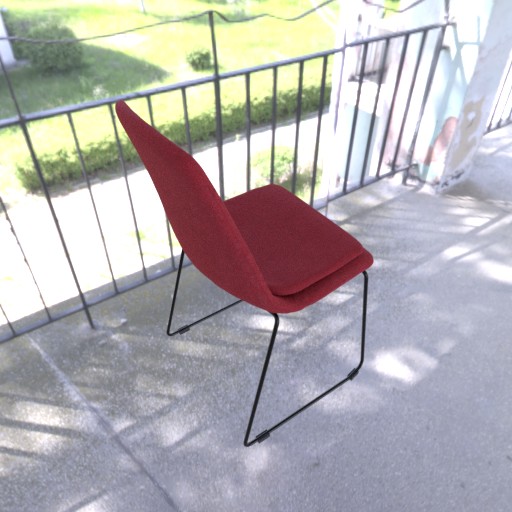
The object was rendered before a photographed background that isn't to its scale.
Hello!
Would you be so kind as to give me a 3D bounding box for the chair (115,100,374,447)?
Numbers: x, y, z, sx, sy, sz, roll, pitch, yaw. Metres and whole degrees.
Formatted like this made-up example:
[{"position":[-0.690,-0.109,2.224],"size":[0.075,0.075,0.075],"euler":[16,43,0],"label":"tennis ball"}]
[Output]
[{"position":[0.000,0.000,1.150],"size":[0.518,0.858,0.479],"euler":[-24,46,-26],"label":"chair"}]
